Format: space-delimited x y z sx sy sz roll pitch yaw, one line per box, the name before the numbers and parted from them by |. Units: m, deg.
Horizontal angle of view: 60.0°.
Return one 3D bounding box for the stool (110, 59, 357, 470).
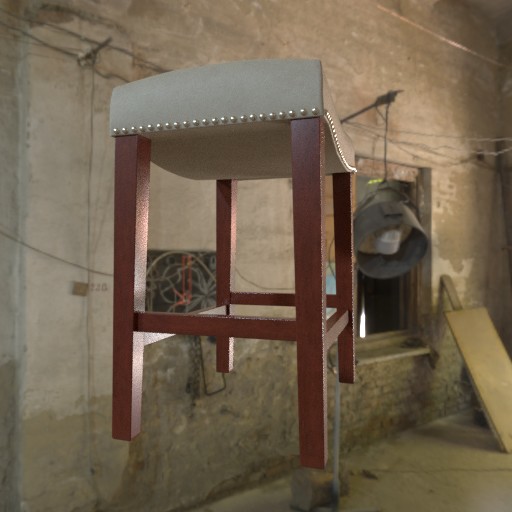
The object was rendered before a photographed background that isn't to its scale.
stool | 0.000 0.000 0.938 0.375 0.632 0.509 0 0 18
